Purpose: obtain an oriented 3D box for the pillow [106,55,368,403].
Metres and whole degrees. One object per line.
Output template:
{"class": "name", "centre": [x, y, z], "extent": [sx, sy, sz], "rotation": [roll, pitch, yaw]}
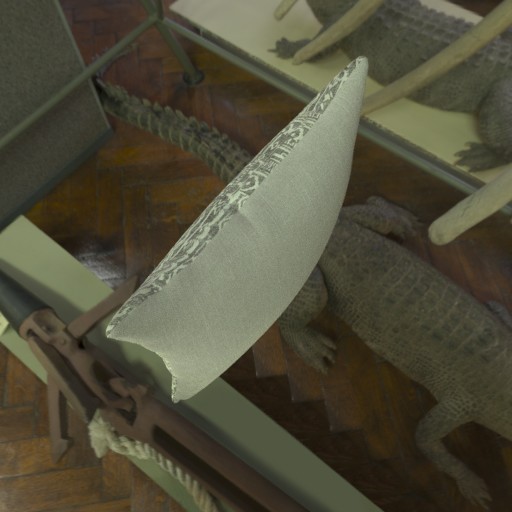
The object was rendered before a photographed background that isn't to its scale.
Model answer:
{"class": "pillow", "centre": [0.000, 0.000, 0.780], "extent": [0.180, 0.487, 0.546], "rotation": [34, 69, 15]}
